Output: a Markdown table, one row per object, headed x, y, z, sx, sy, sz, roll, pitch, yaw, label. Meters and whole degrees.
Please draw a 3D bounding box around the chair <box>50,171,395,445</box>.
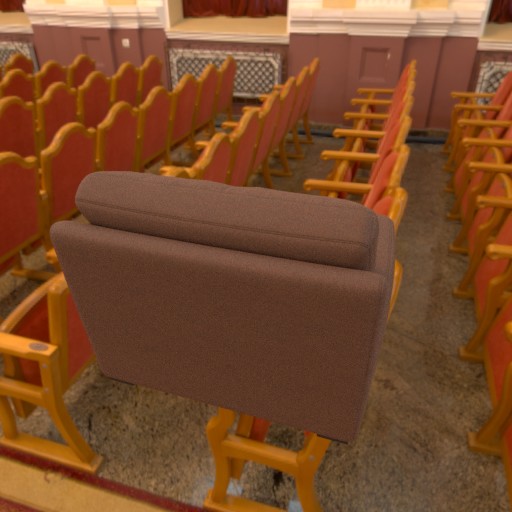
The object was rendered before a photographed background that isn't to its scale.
| x | y | z | sx | sy | sz | roll | pitch | yaw | label |
| --- | --- | --- | --- | --- | --- | --- | --- | --- | --- |
| 0.000 | 0.000 | 1.948 | 1.168 | 0.940 | 1.143 | 10 | 33 | 15 | chair |
